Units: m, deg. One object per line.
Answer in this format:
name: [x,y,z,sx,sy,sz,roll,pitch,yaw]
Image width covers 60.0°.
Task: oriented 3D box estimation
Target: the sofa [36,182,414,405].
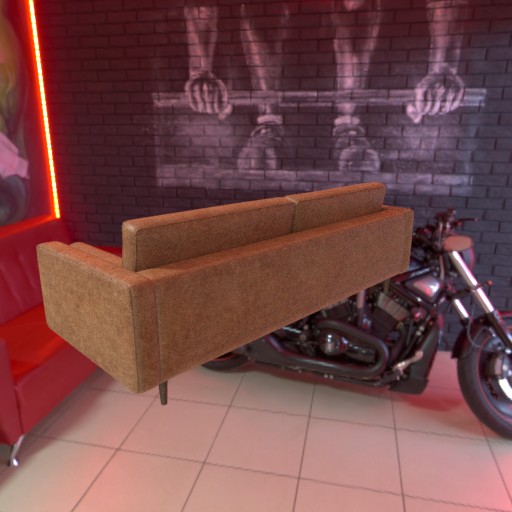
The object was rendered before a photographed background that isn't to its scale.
sofa: [0.000,0.000,2.652,0.919,0.770,2.200,15,22,43]
